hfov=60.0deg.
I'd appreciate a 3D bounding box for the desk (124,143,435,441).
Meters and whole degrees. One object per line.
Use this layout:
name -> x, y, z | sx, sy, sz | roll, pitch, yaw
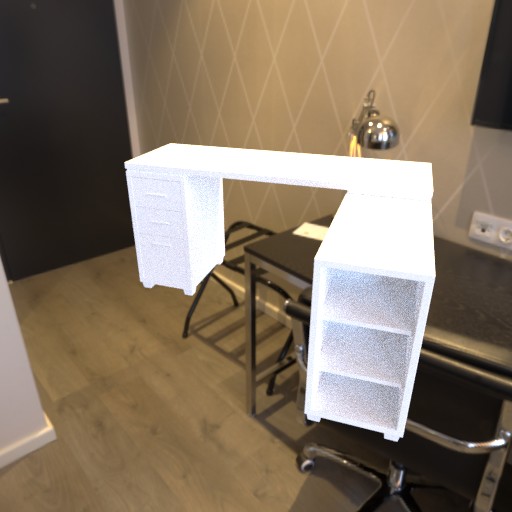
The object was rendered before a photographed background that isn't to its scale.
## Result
desk -> 0.000, 0.000, 2.187 | 1.524, 0.759, 1.199 | 8, 27, 17
